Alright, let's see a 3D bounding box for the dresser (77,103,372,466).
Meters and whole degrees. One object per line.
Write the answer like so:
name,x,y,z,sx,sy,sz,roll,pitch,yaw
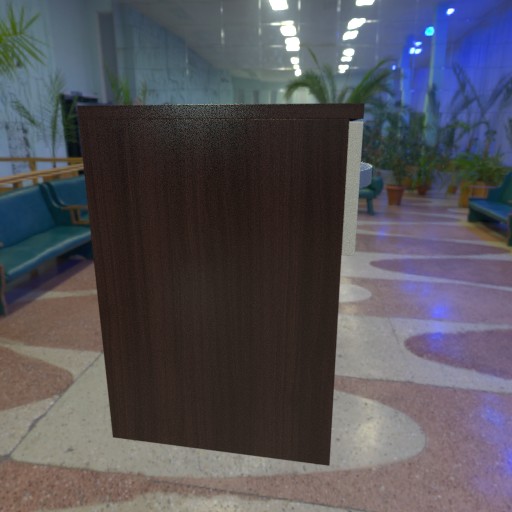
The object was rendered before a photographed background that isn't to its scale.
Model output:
dresser,0.000,0.000,0.751,0.360,0.470,0.400,3,17,10
